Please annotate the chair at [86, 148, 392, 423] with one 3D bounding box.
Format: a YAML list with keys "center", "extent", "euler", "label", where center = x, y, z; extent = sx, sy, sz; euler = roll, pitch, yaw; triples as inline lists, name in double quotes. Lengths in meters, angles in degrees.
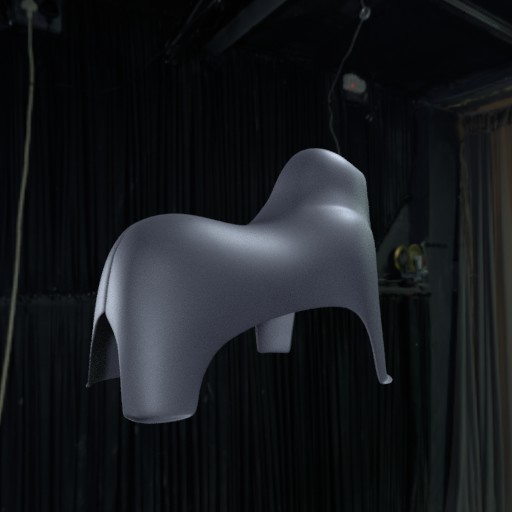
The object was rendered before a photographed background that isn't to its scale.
- center: [0.000, 0.000, 1.118]
  extent: [0.758, 0.600, 0.490]
  euler: [1, -2, -36]
  label: "chair"
